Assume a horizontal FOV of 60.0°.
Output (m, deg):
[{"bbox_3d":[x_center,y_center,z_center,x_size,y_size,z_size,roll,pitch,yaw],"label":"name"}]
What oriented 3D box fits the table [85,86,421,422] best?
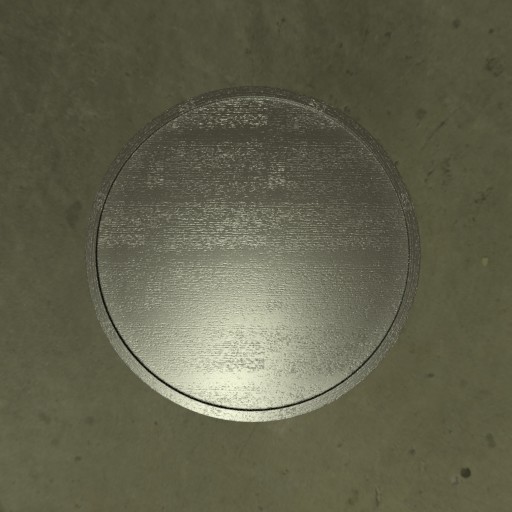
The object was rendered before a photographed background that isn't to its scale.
[{"bbox_3d":[0.000,0.000,0.924,0.500,0.531,0.500,0,89,2],"label":"table"}]
